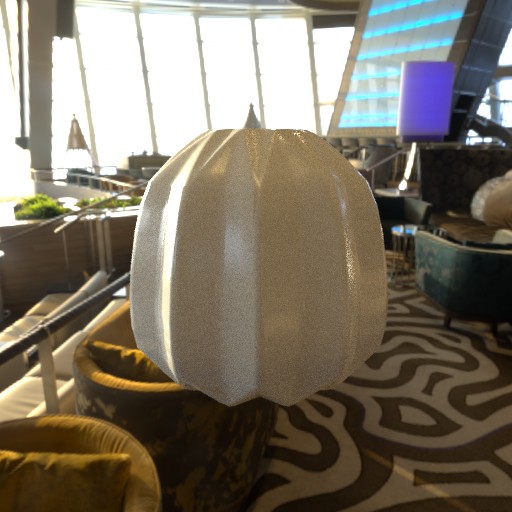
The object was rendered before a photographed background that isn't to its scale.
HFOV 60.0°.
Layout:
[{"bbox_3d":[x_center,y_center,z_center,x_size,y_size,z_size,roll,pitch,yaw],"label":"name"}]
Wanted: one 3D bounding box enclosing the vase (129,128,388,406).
[{"bbox_3d":[0.000,0.000,0.243,0.139,0.134,0.139,0,15,0],"label":"vase"}]
